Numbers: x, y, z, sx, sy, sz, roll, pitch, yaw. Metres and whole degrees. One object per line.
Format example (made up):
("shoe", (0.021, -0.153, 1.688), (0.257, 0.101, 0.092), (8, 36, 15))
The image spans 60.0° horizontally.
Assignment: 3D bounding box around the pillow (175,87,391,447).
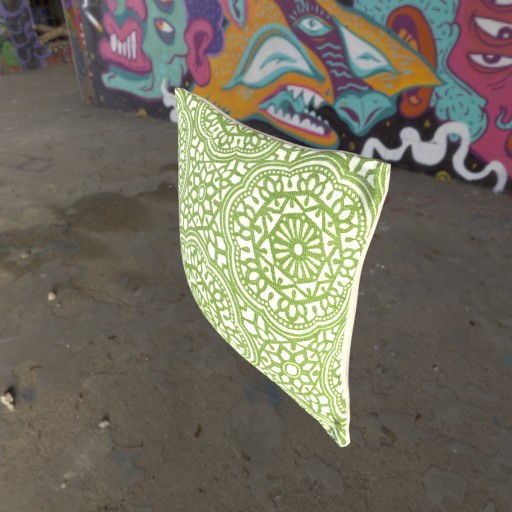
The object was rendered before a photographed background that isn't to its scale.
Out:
("pillow", (0.000, 0.000, 0.667), (0.162, 0.419, 0.440), (-21, 37, -29))
